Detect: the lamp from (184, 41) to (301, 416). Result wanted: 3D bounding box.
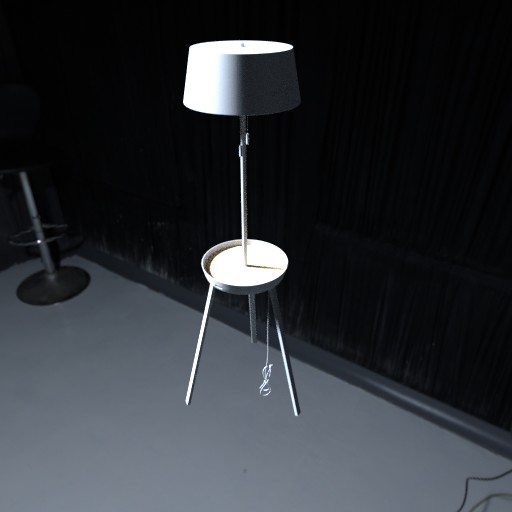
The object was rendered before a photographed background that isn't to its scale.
[{"bbox_3d":[0.000,0.000,1.647,0.468,1.429,0.508,21,38,31],"label":"lamp"}]
